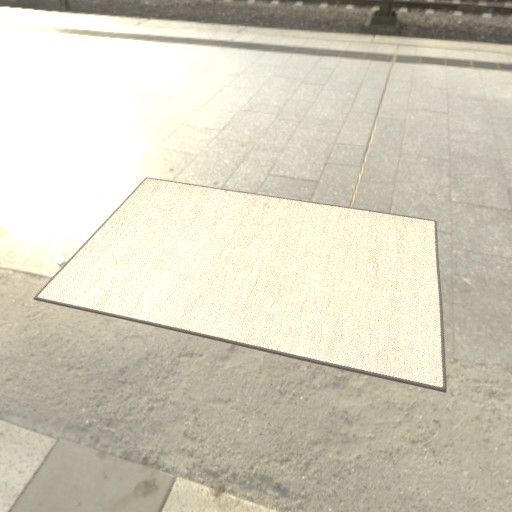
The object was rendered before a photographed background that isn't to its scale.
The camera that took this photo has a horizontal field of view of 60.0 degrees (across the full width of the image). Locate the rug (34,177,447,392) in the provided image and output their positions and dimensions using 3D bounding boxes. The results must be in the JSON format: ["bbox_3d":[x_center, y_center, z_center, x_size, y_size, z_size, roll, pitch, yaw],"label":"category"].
[{"bbox_3d":[0.000,0.000,2.103,1.676,0.013,1.067,10,41,12],"label":"rug"}]
